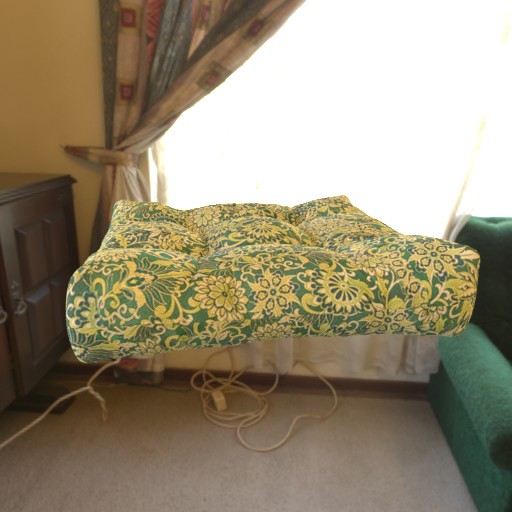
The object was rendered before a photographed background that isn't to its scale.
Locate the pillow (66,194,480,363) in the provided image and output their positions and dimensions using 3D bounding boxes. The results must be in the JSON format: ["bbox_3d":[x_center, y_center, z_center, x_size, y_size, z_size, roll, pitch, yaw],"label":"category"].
[{"bbox_3d":[0.000,0.000,0.708,0.490,0.128,0.468,-3,17,-10],"label":"pillow"}]
